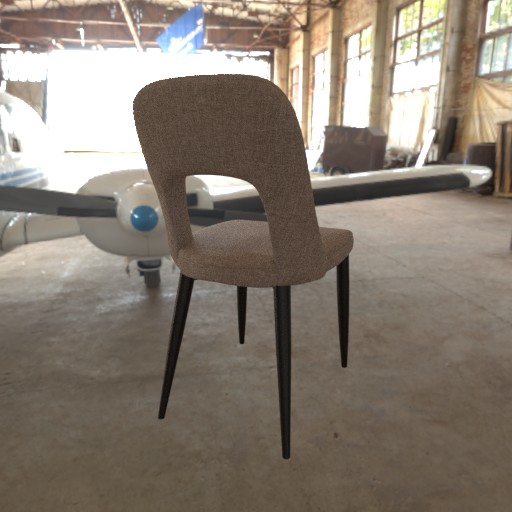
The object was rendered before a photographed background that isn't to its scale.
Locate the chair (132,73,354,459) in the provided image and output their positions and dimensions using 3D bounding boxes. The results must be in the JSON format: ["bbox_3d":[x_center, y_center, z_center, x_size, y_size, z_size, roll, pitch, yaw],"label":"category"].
[{"bbox_3d":[0.000,0.000,1.299,0.470,0.931,0.612,7,17,25],"label":"chair"}]
